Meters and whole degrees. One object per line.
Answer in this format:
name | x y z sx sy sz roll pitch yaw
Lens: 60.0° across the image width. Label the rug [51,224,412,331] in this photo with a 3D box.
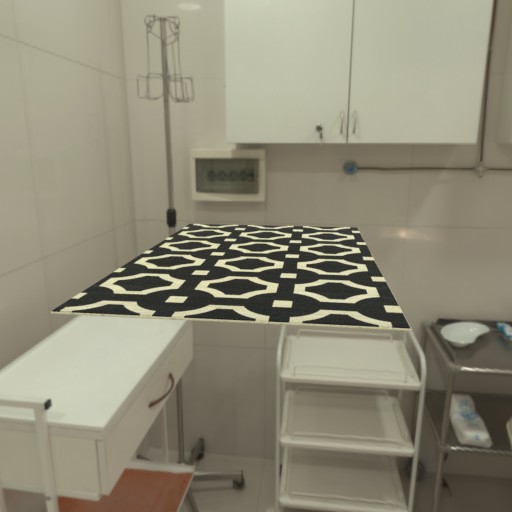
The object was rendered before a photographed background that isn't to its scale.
rug | 0.000 0.000 2.974 1.555 0.016 2.286 2 14 7
